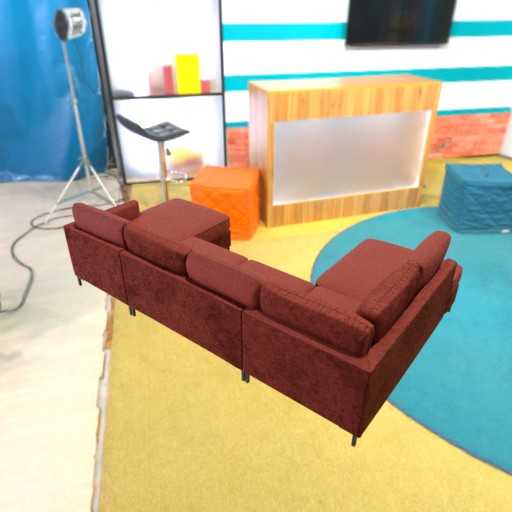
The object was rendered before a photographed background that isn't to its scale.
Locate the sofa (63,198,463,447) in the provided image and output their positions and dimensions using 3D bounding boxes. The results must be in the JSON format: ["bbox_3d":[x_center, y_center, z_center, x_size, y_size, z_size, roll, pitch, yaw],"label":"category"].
[{"bbox_3d":[0.000,0.000,4.420,3.434,0.992,2.055,21,36,32],"label":"sofa"}]
